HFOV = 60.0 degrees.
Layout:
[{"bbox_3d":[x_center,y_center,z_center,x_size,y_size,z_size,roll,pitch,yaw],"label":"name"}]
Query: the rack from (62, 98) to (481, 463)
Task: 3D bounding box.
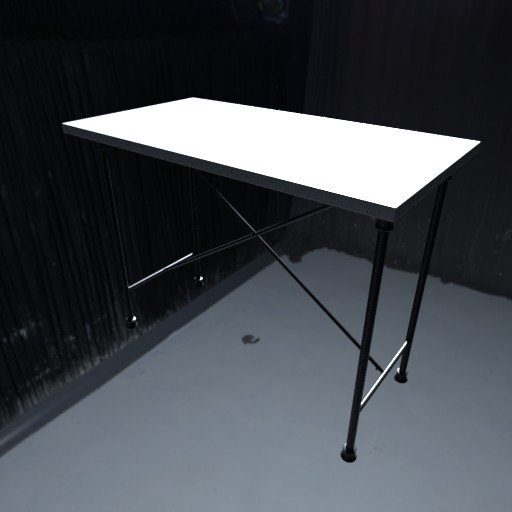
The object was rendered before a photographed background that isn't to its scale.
[{"bbox_3d":[0.000,0.000,1.585,1.159,0.880,0.613,21,35,32],"label":"rack"}]
